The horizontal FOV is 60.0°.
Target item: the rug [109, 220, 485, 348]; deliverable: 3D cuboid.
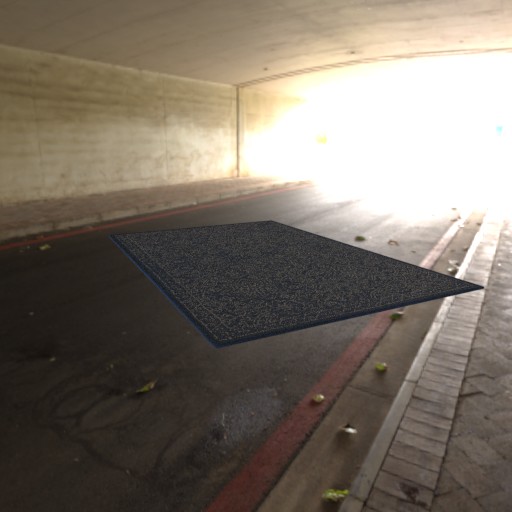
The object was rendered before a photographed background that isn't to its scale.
[{"bbox_3d":[0.000,0.000,2.370,1.219,0.010,1.829,-7,16,-26],"label":"rug"}]
